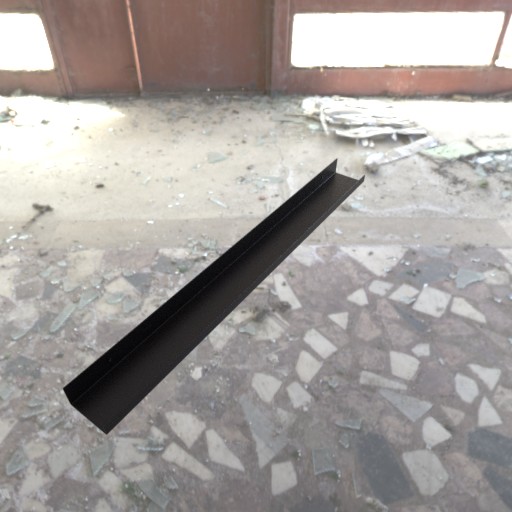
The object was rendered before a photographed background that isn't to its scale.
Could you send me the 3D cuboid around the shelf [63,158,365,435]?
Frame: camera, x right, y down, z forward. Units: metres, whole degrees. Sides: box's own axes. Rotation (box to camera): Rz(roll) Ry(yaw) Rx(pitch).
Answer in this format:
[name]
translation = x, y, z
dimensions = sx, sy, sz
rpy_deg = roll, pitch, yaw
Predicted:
[shelf]
translation = 0.000, 0.000, 0.981
dimensions = 0.092, 0.049, 0.924
rpy_deg = 25, 47, 26
